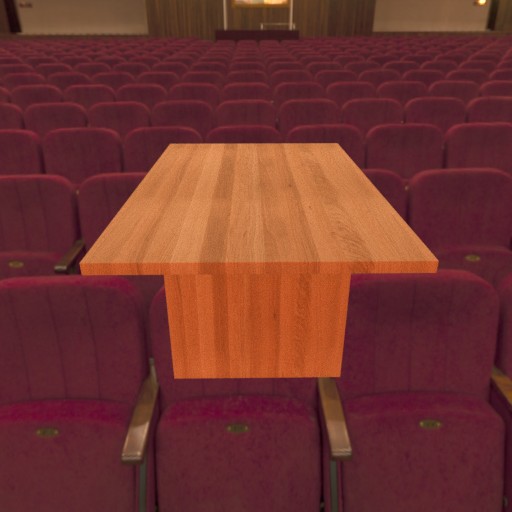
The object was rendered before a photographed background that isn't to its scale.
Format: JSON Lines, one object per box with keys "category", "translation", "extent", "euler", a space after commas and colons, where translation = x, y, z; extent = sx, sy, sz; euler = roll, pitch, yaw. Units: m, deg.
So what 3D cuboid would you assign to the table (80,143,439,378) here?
{"category": "table", "translation": [0.000, 0.000, 1.468], "extent": [0.700, 0.510, 1.100], "euler": [0, 26, -1]}
